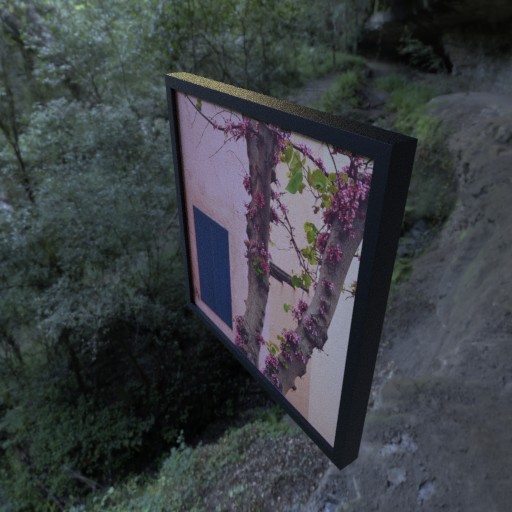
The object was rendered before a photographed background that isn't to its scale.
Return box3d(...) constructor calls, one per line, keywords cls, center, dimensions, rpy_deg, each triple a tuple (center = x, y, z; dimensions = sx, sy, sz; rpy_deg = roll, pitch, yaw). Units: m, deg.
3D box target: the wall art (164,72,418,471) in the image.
box3d(cls="wall art", center=(0.000, 0.000, 0.739), dimensions=(0.038, 0.508, 0.508), rpy_deg=(-20, 36, -29))
